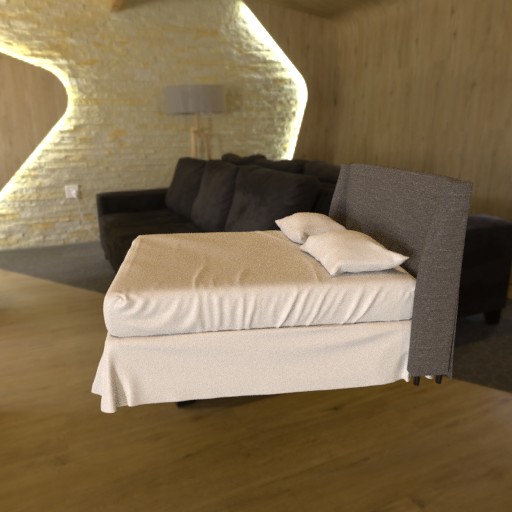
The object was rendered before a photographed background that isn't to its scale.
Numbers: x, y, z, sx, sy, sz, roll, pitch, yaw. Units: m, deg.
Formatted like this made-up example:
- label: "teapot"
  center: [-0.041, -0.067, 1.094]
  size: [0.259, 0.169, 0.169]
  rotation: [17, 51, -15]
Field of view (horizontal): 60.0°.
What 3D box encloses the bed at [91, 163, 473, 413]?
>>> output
- label: "bed"
  center: [0.000, 0.000, 3.445]
  size: [2.276, 1.332, 1.925]
  rotation: [-2, 15, -8]
